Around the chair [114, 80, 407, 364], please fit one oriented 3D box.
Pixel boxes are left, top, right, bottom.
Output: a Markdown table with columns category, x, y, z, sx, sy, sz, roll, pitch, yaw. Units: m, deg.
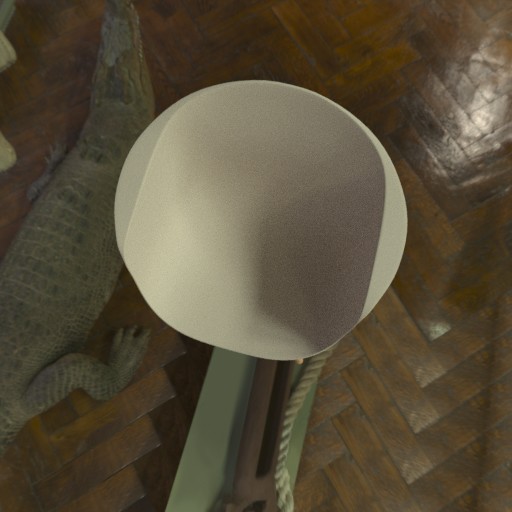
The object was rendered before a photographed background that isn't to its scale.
| category | x | y | z | sx | sy | sz | roll | pitch | yaw |
| --- | --- | --- | --- | --- | --- | --- | --- | --- | --- |
| chair | 0.000 | 0.000 | 1.169 | 0.593 | 0.781 | 0.504 | 15 | 77 | 4 |
